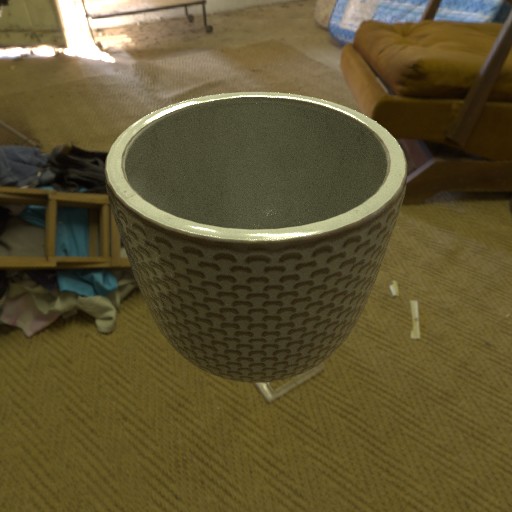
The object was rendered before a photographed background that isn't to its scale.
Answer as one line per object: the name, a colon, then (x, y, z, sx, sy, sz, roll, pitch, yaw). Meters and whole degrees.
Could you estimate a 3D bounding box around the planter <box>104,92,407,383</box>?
planter: (0.000, 0.000, 0.354, 0.197, 0.191, 0.197, 0, 42, 0)
